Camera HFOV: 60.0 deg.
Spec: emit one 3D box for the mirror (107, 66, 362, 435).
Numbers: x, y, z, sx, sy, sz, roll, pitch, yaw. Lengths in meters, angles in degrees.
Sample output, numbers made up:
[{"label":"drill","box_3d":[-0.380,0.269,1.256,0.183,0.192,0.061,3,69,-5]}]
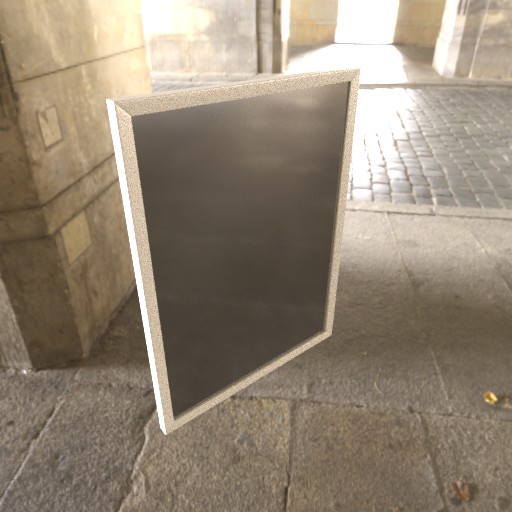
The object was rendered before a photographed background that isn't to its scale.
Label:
[{"label":"mirror","box_3d":[0.000,0.000,1.362,0.762,1.016,0.040,-22,37,-33]}]
